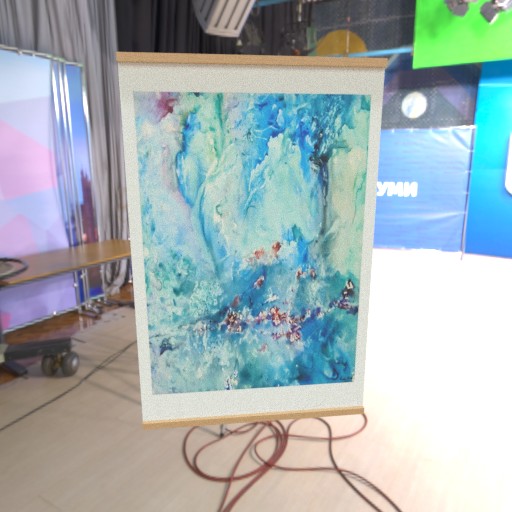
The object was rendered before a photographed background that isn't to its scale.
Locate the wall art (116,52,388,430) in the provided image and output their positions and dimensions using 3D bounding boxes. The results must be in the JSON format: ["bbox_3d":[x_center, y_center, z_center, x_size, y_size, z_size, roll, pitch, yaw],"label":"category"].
[{"bbox_3d":[0.000,0.000,0.732,0.401,0.611,0.016,-2,14,-7],"label":"wall art"}]
